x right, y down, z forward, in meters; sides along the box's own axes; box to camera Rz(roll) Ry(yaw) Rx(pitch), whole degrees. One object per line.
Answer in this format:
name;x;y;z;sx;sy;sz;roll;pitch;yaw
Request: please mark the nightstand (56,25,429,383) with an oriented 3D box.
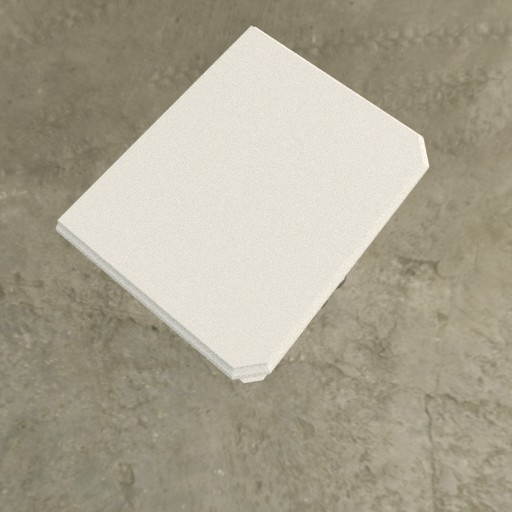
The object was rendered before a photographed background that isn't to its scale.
nightstand;0.000;0.000;0.933;0.351;0.681;0.435;38;77;10
